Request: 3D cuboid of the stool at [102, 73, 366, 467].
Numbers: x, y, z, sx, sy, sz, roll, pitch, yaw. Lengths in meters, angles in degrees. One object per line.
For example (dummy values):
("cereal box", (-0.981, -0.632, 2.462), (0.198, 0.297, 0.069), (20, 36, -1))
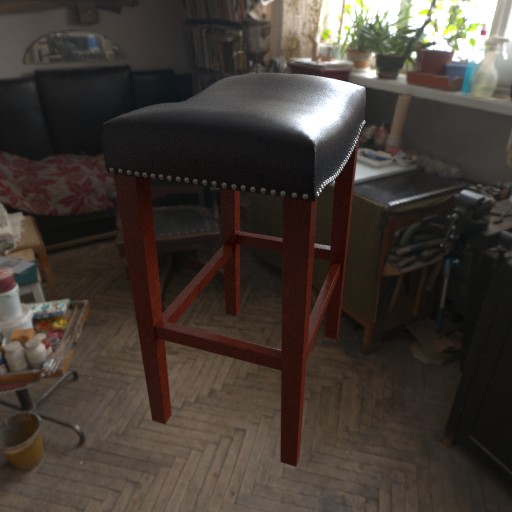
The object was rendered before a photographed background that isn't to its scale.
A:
("stool", (0.000, 0.000, 1.034), (0.372, 0.742, 0.504), (10, 32, 17))
